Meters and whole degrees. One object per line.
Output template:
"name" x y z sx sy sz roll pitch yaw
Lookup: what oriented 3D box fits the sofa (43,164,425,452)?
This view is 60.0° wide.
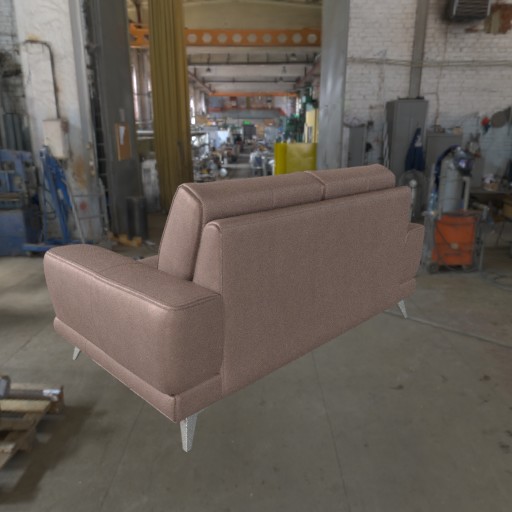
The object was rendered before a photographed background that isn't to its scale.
"sofa" 0.000 0.000 2.300 1.018 0.907 1.806 15 22 43
